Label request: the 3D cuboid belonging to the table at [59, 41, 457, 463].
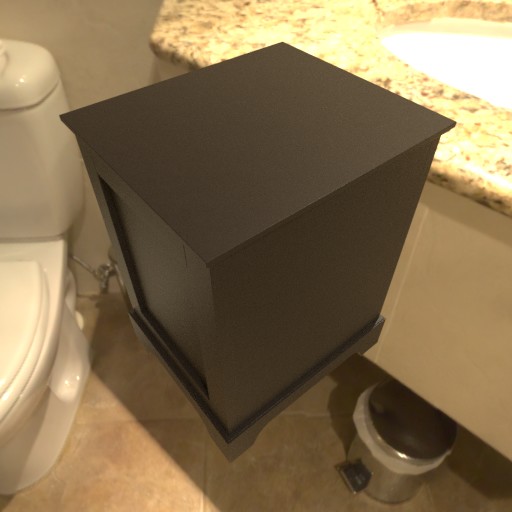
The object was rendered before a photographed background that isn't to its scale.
[{"bbox_3d":[0.000,0.000,0.896,0.460,0.610,0.399,-30,54,-26],"label":"table"}]
